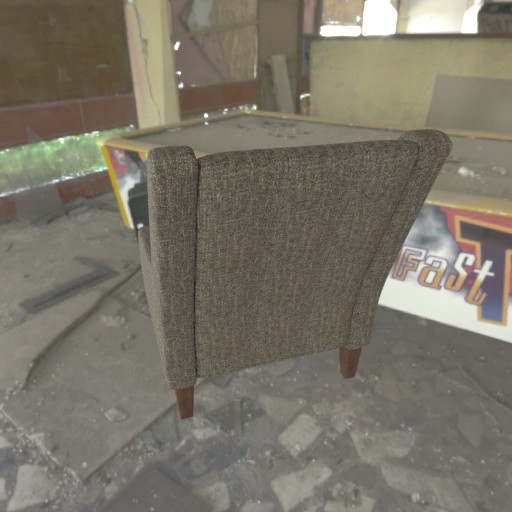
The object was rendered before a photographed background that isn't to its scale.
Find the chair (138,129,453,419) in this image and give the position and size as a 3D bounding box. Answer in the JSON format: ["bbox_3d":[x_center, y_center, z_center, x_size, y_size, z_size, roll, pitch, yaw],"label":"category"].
[{"bbox_3d":[0.000,0.000,1.649,0.793,1.012,0.944,-8,27,-17],"label":"chair"}]
